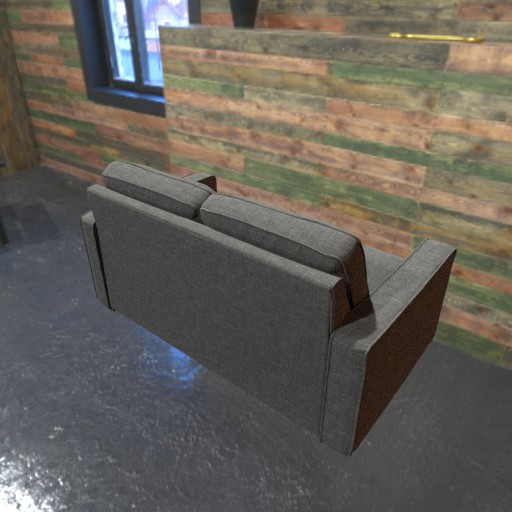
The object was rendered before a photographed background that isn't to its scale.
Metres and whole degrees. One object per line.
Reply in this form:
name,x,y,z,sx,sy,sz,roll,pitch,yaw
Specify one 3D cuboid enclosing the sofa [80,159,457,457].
sofa,0.000,0.000,2.287,1.709,0.918,0.947,22,37,33
